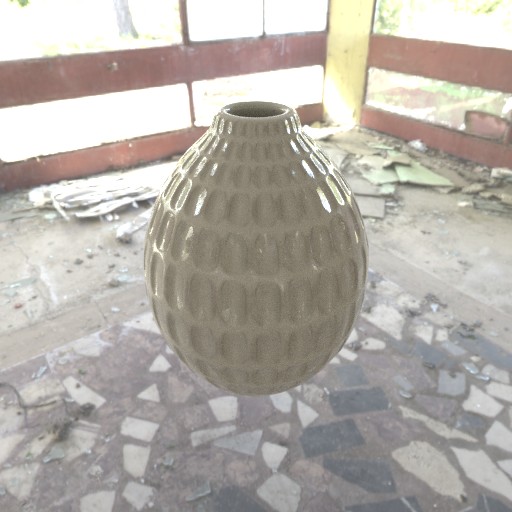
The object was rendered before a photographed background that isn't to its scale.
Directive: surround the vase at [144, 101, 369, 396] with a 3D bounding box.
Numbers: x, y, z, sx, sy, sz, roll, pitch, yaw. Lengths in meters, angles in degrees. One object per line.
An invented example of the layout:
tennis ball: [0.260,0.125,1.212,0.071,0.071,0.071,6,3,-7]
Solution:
vase: [0.000,0.000,0.257,0.128,0.167,0.128,0,32,0]
